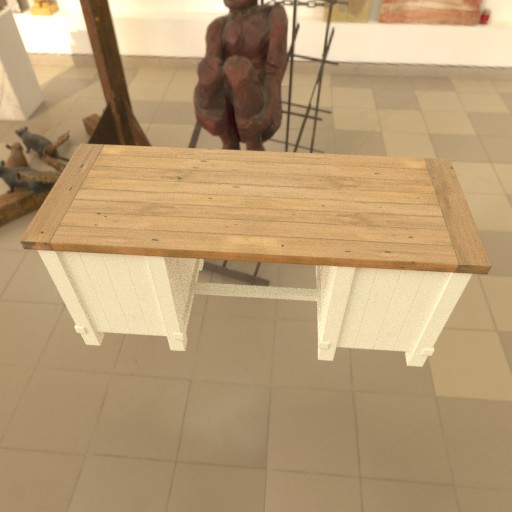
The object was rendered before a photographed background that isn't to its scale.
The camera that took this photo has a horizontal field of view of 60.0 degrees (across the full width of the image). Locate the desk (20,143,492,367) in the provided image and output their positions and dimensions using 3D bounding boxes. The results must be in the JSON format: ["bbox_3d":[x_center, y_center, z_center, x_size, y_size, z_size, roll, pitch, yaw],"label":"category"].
[{"bbox_3d":[0.000,0.000,2.200,1.803,0.760,0.688,3,47,3],"label":"desk"}]
